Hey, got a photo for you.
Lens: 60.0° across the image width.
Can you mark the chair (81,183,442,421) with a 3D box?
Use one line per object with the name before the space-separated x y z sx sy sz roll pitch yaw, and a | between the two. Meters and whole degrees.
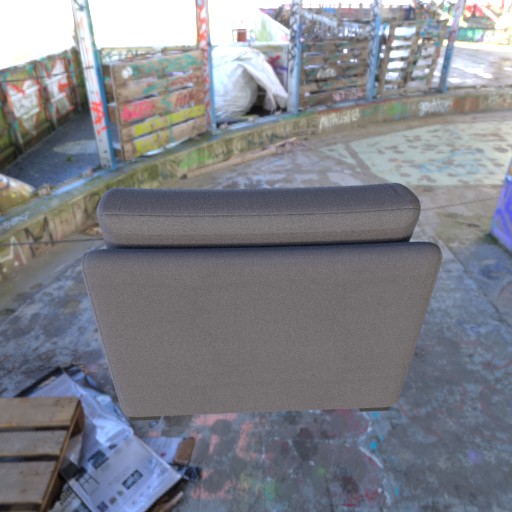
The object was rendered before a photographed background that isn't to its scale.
chair | 0.000 0.000 1.958 1.168 0.940 1.143 -1 30 -2
